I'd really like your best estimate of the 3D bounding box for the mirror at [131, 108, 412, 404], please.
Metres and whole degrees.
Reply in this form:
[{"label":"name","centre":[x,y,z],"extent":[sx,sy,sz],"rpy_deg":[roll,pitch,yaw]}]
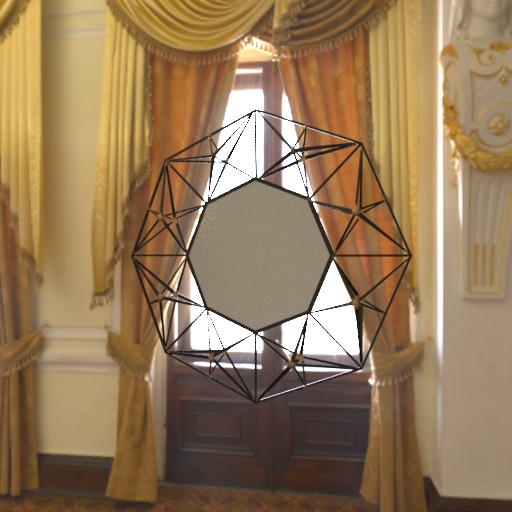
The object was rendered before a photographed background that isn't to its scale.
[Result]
[{"label":"mirror","centre":[0.000,0.000,1.068],"extent":[0.710,0.710,0.094],"rpy_deg":[0,0,20]}]
